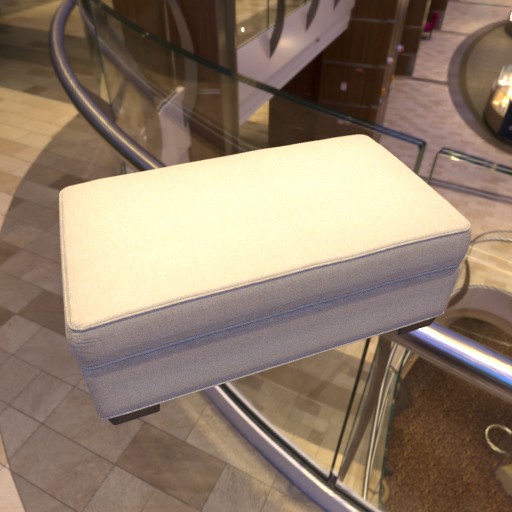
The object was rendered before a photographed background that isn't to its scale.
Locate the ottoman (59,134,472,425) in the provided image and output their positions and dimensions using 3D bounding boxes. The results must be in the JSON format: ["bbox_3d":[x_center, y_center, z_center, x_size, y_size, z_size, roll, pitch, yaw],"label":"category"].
[{"bbox_3d":[0.000,0.000,1.408,1.097,0.461,0.617,-14,44,-15],"label":"ottoman"}]
